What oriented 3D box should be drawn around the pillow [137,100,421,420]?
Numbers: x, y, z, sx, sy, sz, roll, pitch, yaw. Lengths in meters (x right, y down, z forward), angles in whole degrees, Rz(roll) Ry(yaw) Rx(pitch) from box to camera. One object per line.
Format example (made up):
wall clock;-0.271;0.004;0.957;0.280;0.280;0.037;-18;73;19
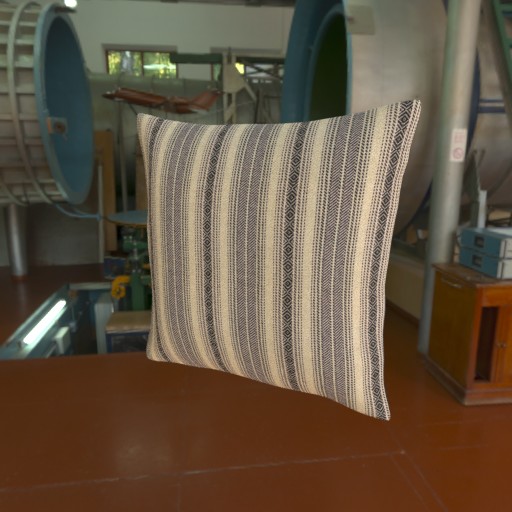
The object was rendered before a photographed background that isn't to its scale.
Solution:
pillow;0.000;0.000;0.795;0.520;0.508;0.166;6;14;26
